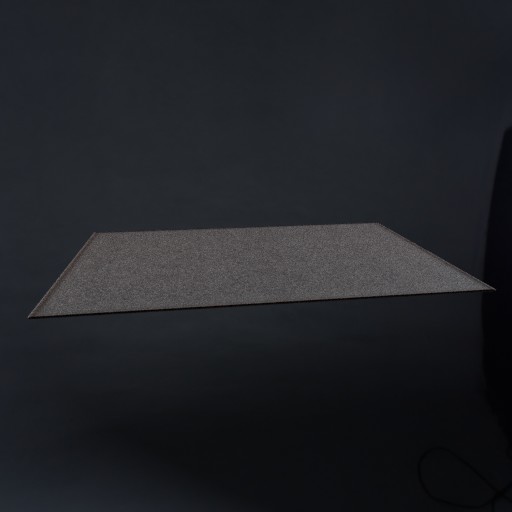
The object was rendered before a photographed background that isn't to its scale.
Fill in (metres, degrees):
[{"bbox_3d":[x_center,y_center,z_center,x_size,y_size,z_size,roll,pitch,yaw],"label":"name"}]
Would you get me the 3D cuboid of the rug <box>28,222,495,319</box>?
[{"bbox_3d":[0.000,0.000,2.847,2.286,0.011,1.524,-3,18,-8],"label":"rug"}]
